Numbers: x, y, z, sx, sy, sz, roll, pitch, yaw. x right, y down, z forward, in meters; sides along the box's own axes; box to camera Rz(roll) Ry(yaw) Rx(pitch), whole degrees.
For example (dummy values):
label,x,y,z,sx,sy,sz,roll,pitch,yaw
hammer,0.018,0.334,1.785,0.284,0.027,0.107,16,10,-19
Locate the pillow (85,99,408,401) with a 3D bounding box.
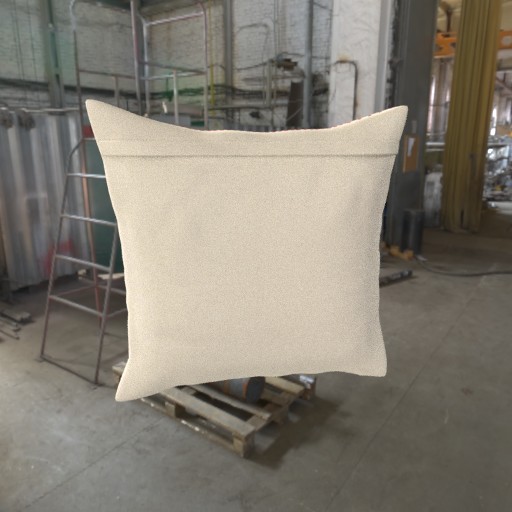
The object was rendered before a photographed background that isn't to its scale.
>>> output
label,x,y,z,sx,sy,sz,roll,pitch,yaw
pillow,0.000,0.000,0.692,0.463,0.454,0.160,-3,15,-10
